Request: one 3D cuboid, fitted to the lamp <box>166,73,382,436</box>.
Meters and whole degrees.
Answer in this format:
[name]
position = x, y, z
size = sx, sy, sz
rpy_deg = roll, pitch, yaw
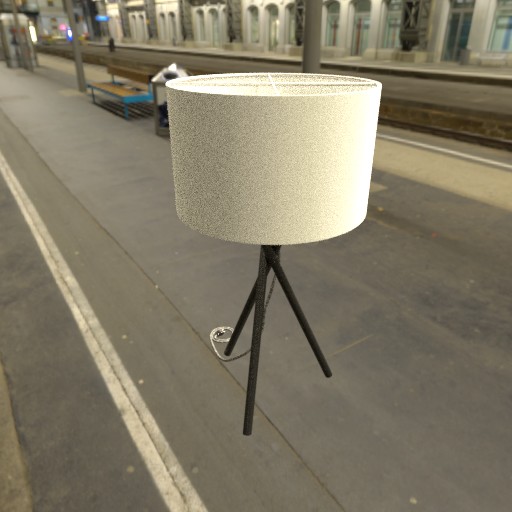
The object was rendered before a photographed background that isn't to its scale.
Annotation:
[lamp]
position = 0.000, 0.000, 0.912
size = 0.422, 0.674, 0.353
rpy_deg = 18, 32, 31
